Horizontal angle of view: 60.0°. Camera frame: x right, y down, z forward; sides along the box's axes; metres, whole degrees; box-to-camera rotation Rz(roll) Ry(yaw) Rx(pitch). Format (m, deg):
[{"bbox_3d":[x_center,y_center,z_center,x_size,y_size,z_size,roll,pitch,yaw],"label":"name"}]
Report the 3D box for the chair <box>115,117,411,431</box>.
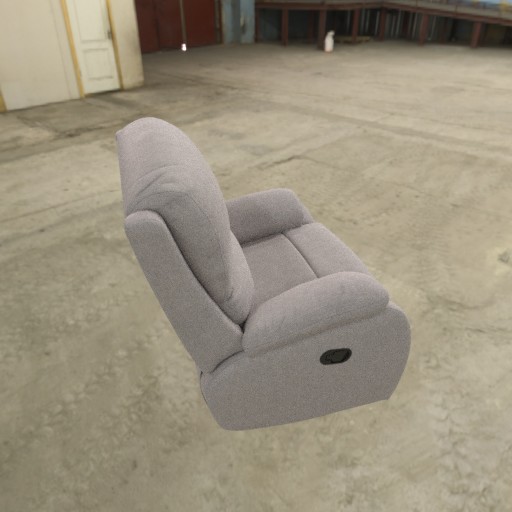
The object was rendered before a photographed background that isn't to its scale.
[{"bbox_3d":[0.000,0.000,1.699,0.899,1.011,0.930,-9,32,-14],"label":"chair"}]
